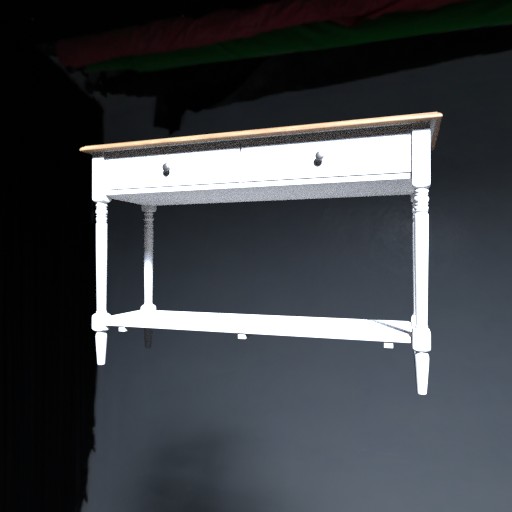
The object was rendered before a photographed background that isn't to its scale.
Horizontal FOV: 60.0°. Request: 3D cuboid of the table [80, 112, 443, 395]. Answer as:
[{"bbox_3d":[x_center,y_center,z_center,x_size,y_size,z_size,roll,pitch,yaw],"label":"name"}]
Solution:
[{"bbox_3d":[0.000,0.000,1.603,1.219,0.800,0.399,0,0,19],"label":"table"}]
